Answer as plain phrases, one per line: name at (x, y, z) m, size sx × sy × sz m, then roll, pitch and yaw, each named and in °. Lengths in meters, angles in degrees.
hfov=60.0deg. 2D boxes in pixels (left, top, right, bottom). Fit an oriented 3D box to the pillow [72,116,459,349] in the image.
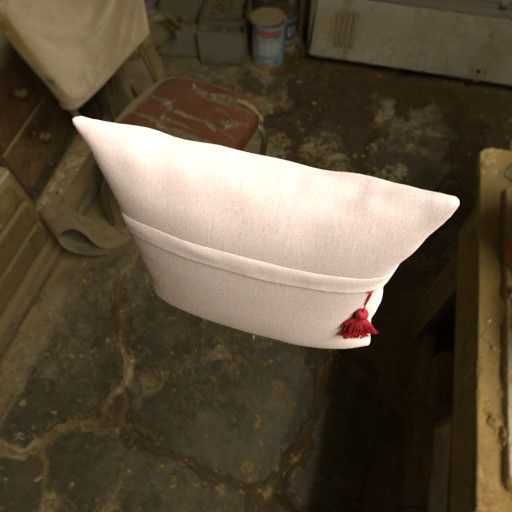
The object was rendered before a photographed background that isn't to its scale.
pillow at (0.000, 0.000, 0.664) m, size 0.433 × 0.436 × 0.173 m, roll 14°, pitch 59°, yaw 9°
